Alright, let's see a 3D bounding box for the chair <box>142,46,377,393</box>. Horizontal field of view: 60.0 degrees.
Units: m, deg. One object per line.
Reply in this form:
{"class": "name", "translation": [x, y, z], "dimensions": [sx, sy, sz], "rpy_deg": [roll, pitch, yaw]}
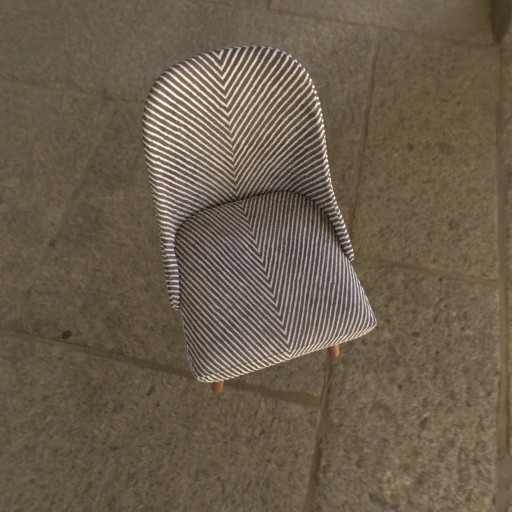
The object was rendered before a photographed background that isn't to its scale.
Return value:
{"class": "chair", "translation": [0.000, 0.000, 1.223], "dimensions": [0.504, 0.883, 0.591], "rpy_deg": [-15, 67, -7]}
